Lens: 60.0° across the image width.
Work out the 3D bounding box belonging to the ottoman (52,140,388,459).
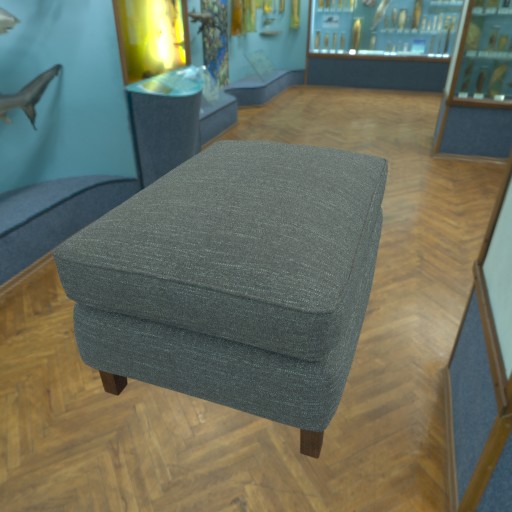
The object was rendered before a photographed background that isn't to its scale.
[{"bbox_3d":[0.000,0.000,0.978,0.508,0.406,0.686,11,32,17],"label":"ottoman"}]
